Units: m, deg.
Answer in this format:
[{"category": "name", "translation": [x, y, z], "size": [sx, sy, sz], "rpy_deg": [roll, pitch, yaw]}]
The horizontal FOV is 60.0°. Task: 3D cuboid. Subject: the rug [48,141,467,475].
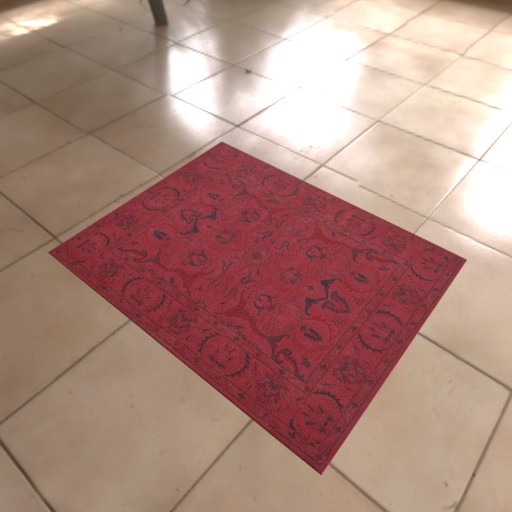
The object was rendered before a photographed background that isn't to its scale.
[{"category": "rug", "translation": [0.000, 0.000, 3.931], "size": [2.929, 0.012, 2.300], "rpy_deg": [31, 55, 26]}]
